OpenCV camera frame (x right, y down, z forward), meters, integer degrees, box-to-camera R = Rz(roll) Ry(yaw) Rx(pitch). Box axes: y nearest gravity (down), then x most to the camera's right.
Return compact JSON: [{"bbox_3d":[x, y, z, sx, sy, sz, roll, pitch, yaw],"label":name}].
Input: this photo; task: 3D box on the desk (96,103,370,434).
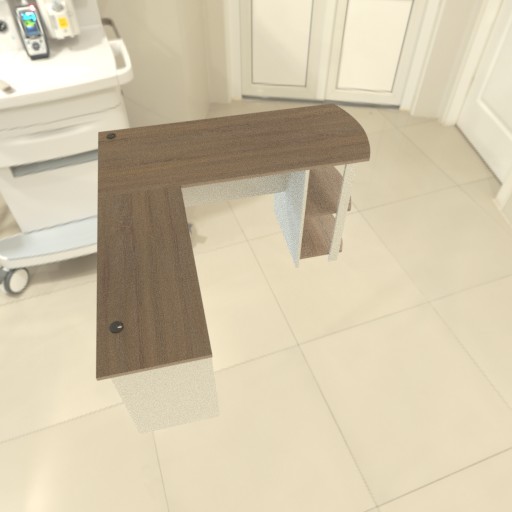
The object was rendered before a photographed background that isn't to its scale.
[{"bbox_3d":[0.000,0.000,2.134,1.303,0.716,1.361,-10,49,-9],"label":"desk"}]
